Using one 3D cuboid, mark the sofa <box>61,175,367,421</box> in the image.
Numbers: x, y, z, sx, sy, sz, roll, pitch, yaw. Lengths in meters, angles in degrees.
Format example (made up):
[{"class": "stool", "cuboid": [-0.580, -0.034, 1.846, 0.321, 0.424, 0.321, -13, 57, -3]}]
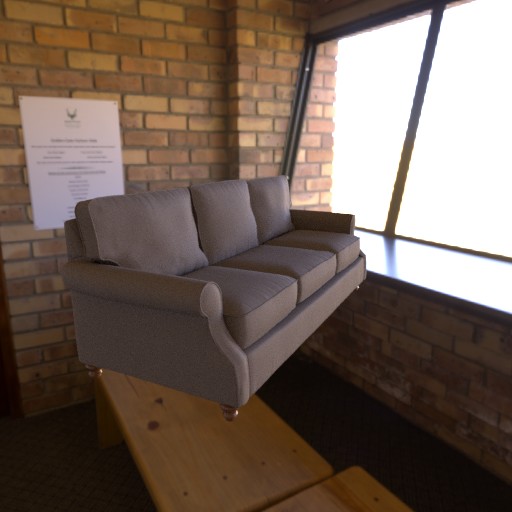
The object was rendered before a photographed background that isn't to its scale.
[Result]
[{"class": "sofa", "cuboid": [0.000, 0.000, 2.884, 0.966, 0.948, 2.353, 7, 15, 26]}]
